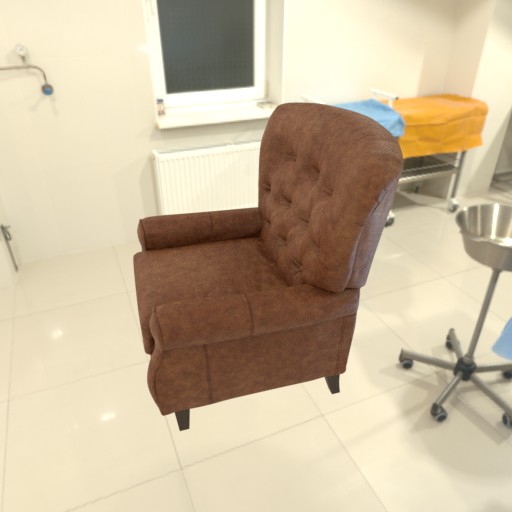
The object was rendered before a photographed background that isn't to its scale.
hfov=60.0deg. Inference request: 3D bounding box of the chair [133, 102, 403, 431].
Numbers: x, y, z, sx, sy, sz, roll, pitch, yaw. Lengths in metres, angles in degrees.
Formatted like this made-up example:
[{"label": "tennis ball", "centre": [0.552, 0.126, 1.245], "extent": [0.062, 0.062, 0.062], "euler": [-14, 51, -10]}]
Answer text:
[{"label": "chair", "centre": [0.000, 0.000, 1.943], "extent": [1.059, 1.164, 0.951], "euler": [-9, 33, -14]}]
